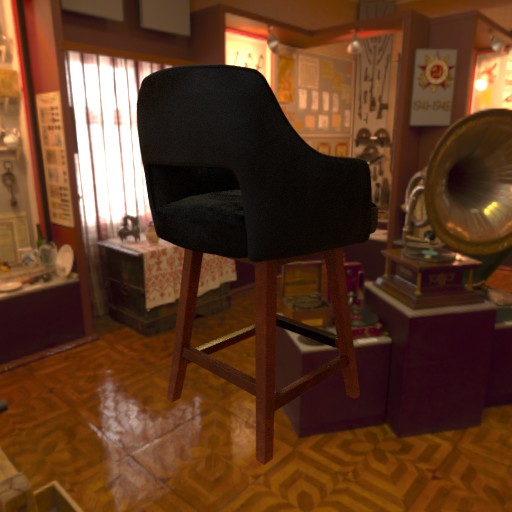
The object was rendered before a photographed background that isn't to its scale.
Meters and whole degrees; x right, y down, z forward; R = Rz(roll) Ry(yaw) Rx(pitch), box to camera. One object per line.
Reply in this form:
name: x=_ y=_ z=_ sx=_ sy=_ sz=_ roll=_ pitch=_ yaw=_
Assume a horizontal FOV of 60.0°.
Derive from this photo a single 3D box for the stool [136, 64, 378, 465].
stool: x=0.000 y=0.000 z=1.261 sx=0.550 sy=0.940 sz=0.560 roll=14 pitch=20 yaw=43
